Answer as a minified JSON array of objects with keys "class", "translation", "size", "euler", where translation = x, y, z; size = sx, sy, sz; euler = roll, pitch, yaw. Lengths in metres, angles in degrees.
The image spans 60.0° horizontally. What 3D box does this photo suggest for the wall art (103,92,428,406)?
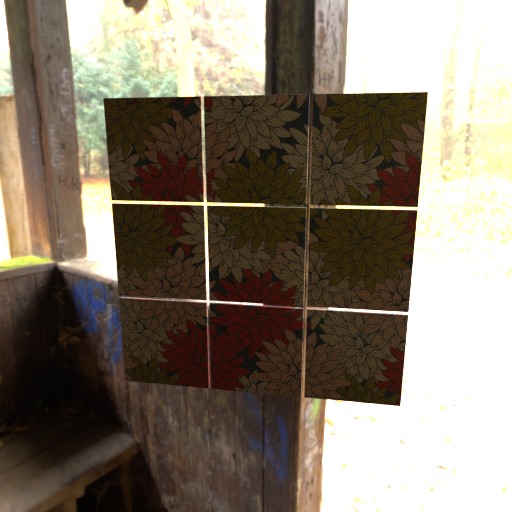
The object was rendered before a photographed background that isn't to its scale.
[{"class":"wall art","translation":[0.000,0.000,1.778],"size":[1.206,1.218,0.013],"euler":[2,14,10]}]
